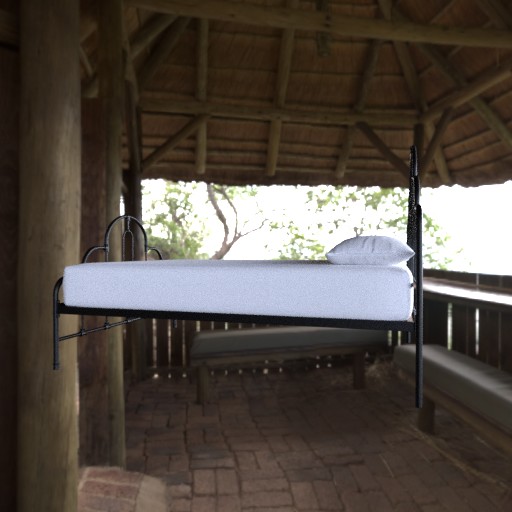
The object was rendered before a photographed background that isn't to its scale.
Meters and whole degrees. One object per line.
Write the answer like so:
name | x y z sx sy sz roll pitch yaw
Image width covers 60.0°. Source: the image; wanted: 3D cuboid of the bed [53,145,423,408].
bed | 0.000 0.000 3.219 2.181 1.444 1.626 0 1 17
